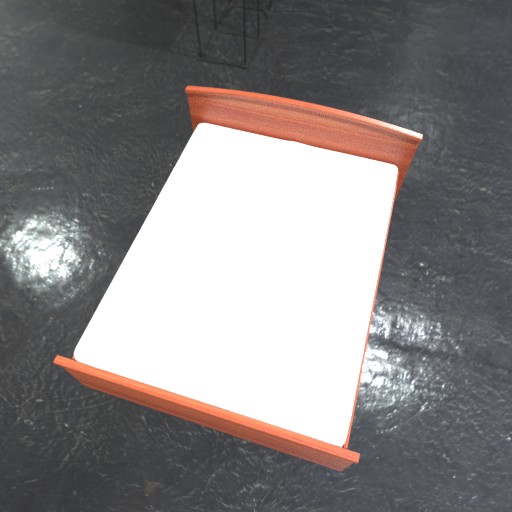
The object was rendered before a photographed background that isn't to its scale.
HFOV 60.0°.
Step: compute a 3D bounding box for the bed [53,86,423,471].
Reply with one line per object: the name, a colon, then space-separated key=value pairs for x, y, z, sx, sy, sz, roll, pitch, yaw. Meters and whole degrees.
bed: x=0.000 y=0.000 z=2.867 sx=1.683 sy=0.848 sz=2.053 roll=15 pitch=59 yaw=9
